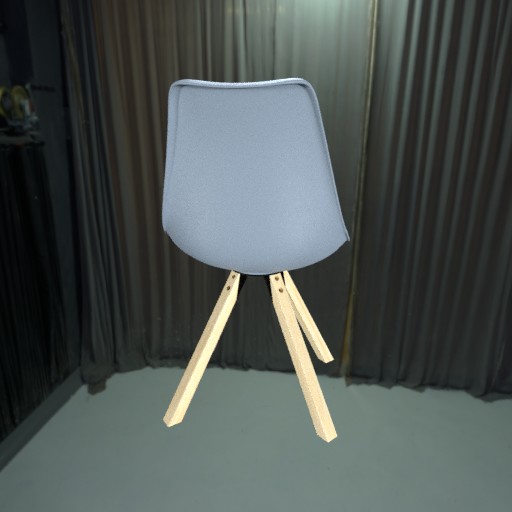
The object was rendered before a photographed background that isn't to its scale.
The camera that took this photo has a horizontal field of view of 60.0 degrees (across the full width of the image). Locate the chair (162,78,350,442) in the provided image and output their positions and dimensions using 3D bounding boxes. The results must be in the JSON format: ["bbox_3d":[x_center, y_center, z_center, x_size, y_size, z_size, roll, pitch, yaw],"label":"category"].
[{"bbox_3d":[0.000,0.000,1.192,0.485,0.850,0.549,2,18,8],"label":"chair"}]
